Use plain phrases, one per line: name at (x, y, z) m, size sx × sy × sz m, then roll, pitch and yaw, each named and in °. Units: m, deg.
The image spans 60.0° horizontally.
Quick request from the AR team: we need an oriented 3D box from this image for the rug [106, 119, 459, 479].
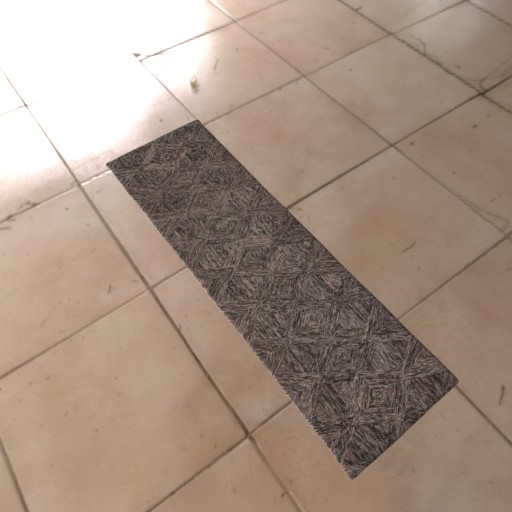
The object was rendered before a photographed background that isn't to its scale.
rug at (0.000, 0.000, 2.489) m, size 0.719 × 0.013 × 2.305 m, roll -33°, pitch 63°, yaw -19°
